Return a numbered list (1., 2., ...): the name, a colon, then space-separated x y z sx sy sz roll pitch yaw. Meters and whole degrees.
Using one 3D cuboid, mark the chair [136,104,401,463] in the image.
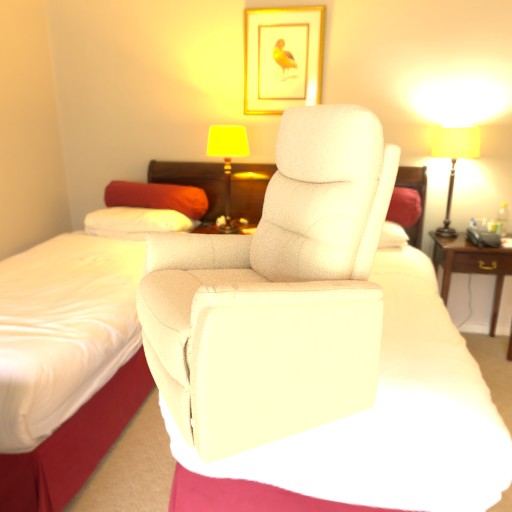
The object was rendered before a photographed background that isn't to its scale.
1. chair: 0.000 0.000 1.655 0.831 1.082 0.775 -8 18 -25
